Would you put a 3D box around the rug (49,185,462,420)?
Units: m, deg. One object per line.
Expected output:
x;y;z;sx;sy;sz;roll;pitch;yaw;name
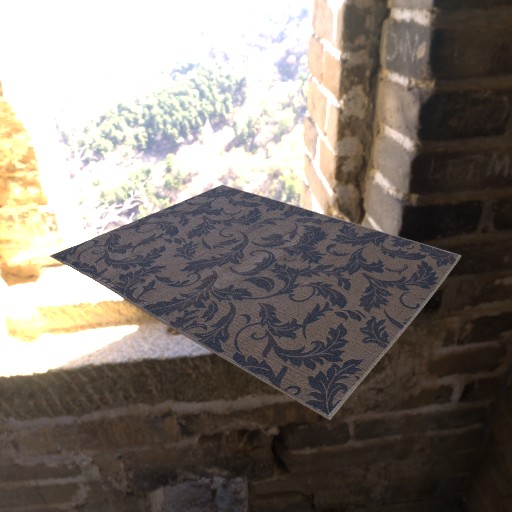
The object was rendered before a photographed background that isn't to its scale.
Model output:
0.000;0.000;4.066;2.977;0.008;2.380;21;36;33;rug
